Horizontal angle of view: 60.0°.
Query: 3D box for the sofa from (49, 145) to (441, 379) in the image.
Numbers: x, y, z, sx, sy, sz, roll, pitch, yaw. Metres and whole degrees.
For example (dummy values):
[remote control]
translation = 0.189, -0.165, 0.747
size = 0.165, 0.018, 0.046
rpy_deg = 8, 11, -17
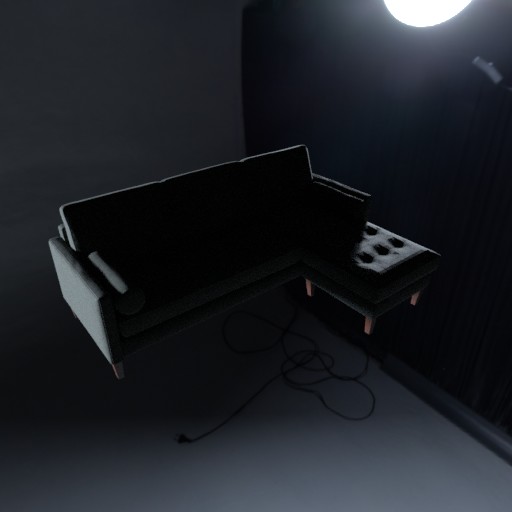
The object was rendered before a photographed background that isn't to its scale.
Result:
[sofa]
translation = 0.000, 0.000, 2.951
size = 2.178, 0.876, 1.506
rpy_deg = -22, 37, -32
